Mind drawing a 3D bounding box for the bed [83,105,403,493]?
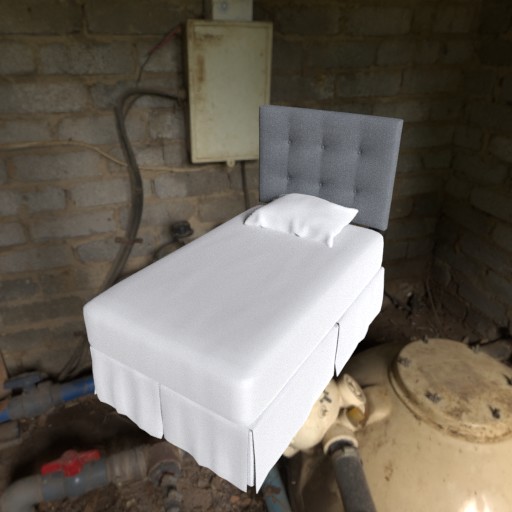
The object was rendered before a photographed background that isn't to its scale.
[{"bbox_3d":[0.000,0.000,2.925,1.261,1.571,1.997,17,32,29],"label":"bed"}]
